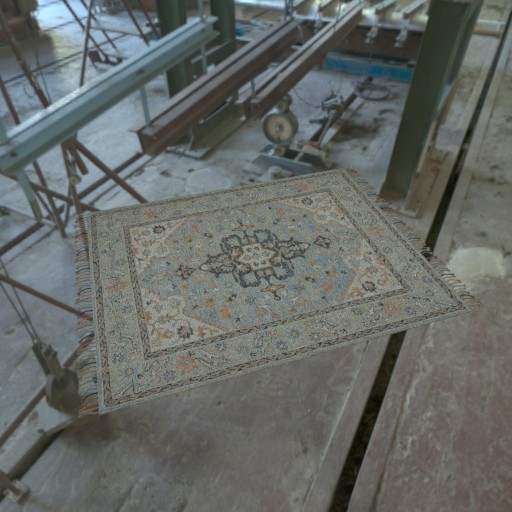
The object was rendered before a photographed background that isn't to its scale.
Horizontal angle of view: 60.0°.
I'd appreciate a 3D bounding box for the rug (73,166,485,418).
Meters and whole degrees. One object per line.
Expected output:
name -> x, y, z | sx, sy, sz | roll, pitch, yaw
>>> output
rug -> 0.000, 0.000, 4.124 | 3.221, 0.011, 2.379 | -12, 43, -13
